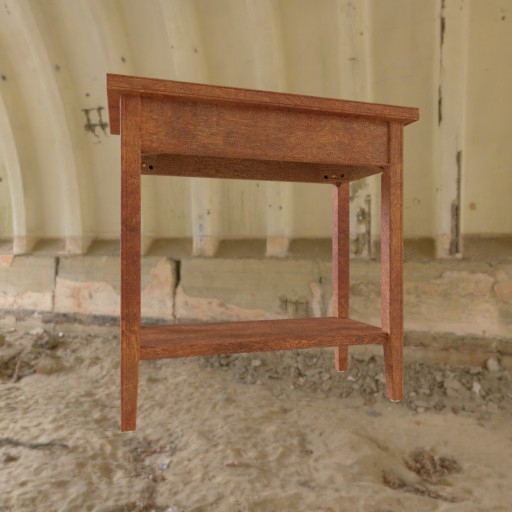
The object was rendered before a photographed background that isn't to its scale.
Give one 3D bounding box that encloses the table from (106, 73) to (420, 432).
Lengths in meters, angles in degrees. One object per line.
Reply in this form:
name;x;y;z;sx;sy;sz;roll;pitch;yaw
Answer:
table;0.000;0.000;0.968;0.610;0.610;0.305;0;1;-17
